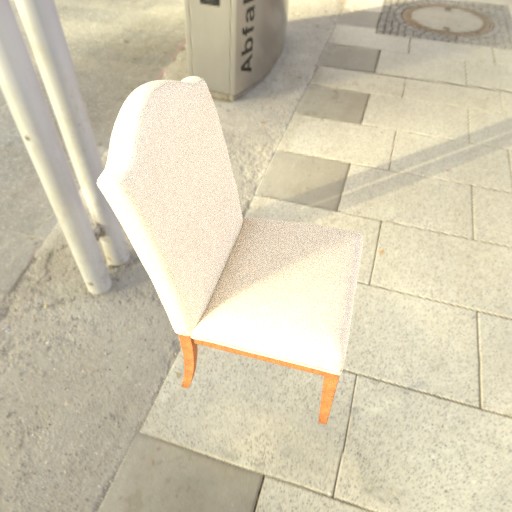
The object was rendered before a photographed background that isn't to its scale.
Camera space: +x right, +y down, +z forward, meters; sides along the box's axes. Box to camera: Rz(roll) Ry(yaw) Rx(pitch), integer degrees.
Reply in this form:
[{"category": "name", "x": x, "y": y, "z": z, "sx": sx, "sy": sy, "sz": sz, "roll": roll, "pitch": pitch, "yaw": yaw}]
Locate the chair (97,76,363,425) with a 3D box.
[{"category": "chair", "x": 0.000, "y": 0.000, "z": 1.388, "sx": 0.648, "sy": 1.012, "sz": 0.534, "roll": 11, "pitch": 48, "yaw": 10}]
